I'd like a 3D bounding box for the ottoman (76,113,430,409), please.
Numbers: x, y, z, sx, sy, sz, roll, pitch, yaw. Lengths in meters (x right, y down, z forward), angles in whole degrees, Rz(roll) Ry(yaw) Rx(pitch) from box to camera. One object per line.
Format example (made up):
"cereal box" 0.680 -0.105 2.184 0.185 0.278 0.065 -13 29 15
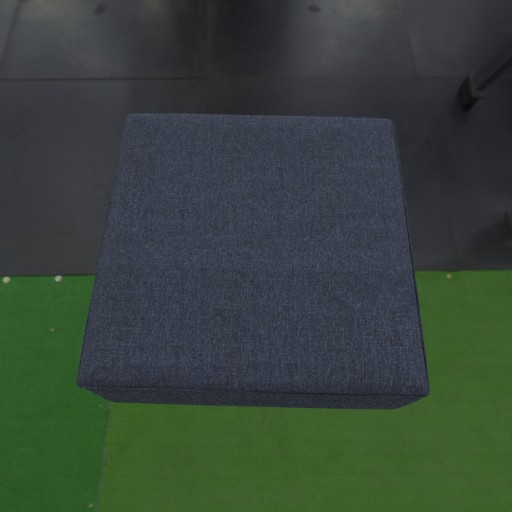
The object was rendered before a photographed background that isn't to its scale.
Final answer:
"ottoman" 0.000 0.000 1.600 1.023 0.423 1.017 2 66 1
